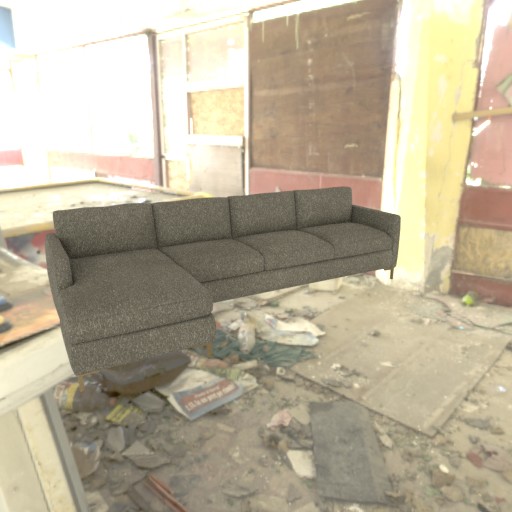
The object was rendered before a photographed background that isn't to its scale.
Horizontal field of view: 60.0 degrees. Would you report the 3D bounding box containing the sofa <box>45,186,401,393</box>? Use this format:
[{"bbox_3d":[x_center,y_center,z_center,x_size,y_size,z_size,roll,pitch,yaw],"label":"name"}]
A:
[{"bbox_3d":[0.000,0.000,3.470,2.932,0.810,1.350,-9,19,-28],"label":"sofa"}]
